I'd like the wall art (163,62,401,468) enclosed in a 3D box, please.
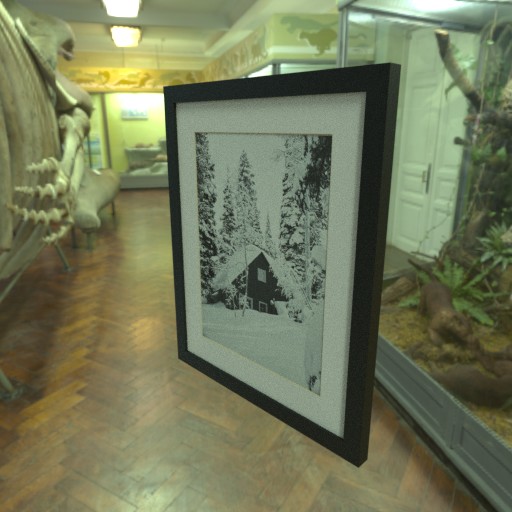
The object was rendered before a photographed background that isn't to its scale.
[{"bbox_3d":[0.000,0.000,0.530,0.325,0.397,0.018,16,23,43],"label":"wall art"}]
